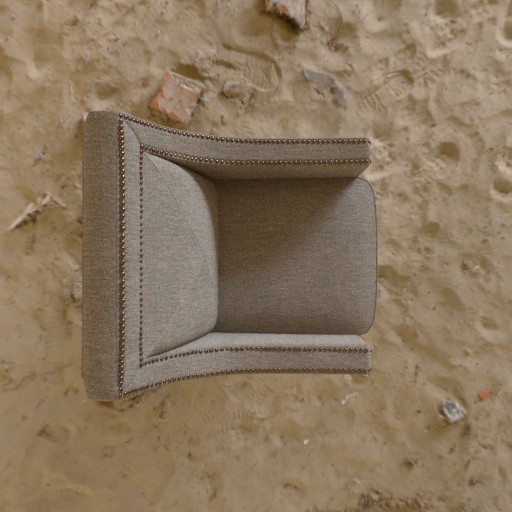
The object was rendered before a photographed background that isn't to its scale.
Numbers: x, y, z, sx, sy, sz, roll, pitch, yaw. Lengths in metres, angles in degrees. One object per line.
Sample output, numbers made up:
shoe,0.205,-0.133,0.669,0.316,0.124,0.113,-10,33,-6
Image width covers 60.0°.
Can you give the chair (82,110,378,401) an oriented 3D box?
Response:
chair,0.000,0.000,1.614,0.884,0.967,0.776,0,90,2
